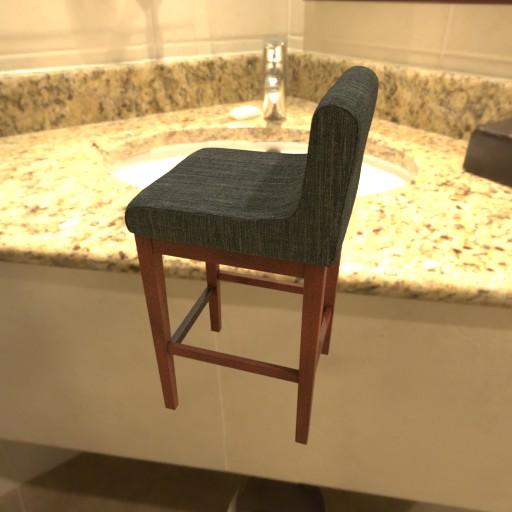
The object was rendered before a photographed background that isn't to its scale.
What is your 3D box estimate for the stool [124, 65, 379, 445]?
[{"bbox_3d":[0.000,0.000,1.080,0.459,0.835,0.395,9,32,15],"label":"stool"}]
